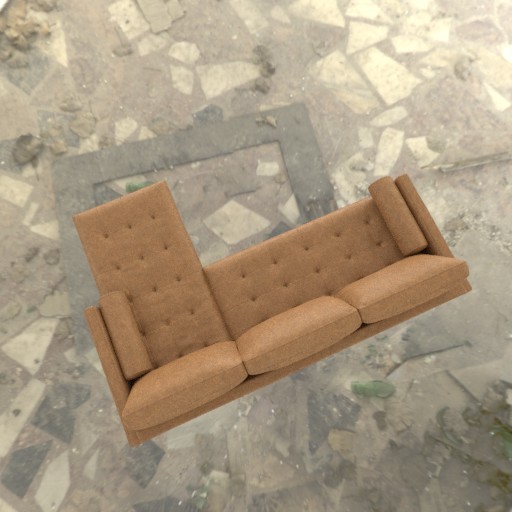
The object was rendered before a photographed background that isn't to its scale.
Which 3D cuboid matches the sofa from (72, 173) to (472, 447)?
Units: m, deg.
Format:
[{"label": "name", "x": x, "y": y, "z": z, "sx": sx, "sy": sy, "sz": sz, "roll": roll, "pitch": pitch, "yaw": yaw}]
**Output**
[{"label": "sofa", "x": 0.000, "y": 0.000, "z": 2.853, "sx": 2.178, "sy": 0.876, "sz": 1.506, "roll": -23, "pitch": 77, "yaw": -6}]
